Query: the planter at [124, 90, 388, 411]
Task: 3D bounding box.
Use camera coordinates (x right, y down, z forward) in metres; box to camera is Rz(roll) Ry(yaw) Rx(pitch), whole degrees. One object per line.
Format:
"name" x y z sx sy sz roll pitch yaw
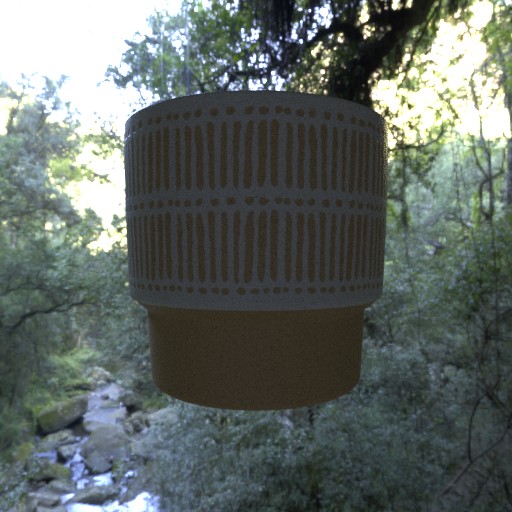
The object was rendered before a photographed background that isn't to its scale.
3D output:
"planter" 0.000 0.000 0.555 0.317 0.303 0.317 0 1 0
